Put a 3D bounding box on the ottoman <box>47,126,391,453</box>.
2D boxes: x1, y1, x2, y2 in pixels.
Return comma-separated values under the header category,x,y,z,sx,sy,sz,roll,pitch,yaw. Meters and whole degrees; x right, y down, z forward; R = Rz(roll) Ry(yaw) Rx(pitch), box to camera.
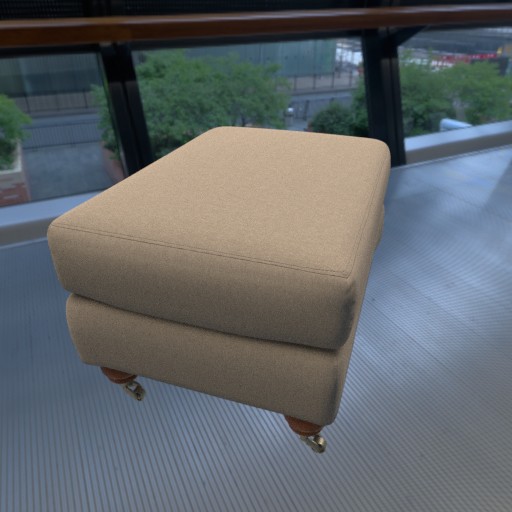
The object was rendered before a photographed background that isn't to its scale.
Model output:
category,x,y,z,sx,sy,sz,roll,pitch,yaw
ottoman,0.000,0.000,1.111,0.574,0.497,0.773,10,31,16
